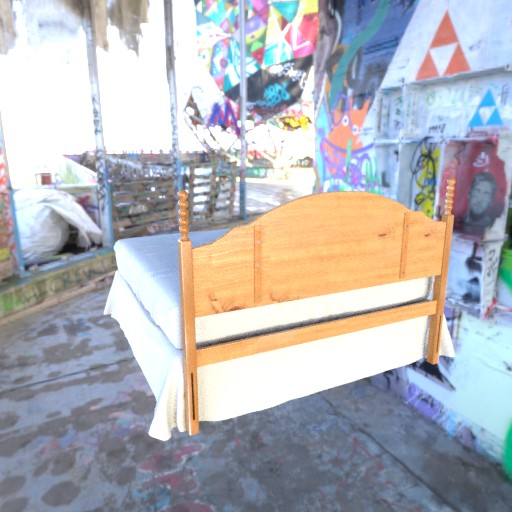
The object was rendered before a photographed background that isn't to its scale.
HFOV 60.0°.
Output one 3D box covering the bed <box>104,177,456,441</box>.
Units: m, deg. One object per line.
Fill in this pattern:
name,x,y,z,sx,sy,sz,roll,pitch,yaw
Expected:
bed,0.000,0.000,3.659,2.322,1.355,2.219,-7,16,-25
